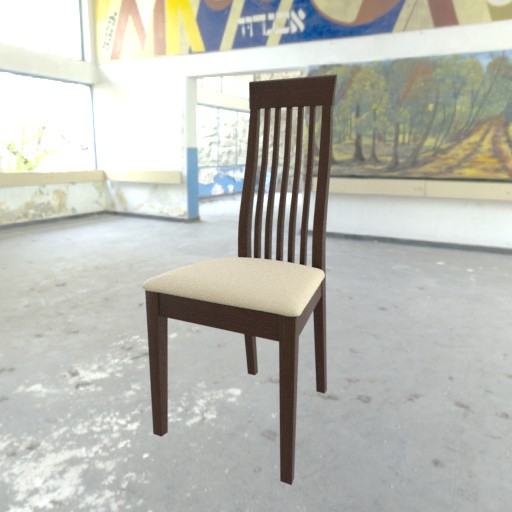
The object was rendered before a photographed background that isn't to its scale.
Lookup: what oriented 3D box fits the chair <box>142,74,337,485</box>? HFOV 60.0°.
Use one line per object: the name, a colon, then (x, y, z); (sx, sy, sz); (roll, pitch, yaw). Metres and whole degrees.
chair: (0.000, 0.000, 1.280); (0.460, 1.027, 0.474); (7, 15, 27)
